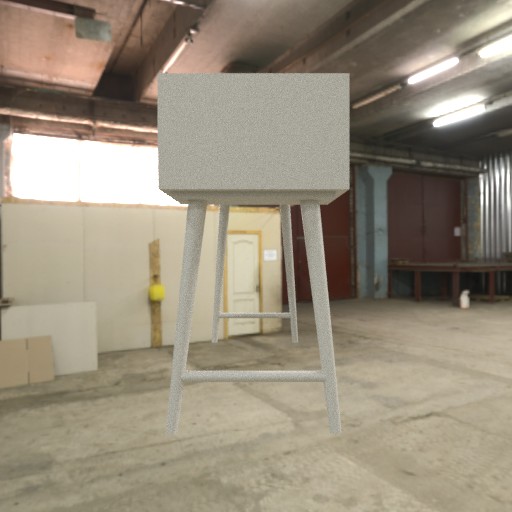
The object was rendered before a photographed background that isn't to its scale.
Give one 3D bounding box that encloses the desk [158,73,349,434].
[{"bbox_3d":[0.000,0.000,1.456,0.409,0.761,1.069,0,0,0],"label":"desk"}]
